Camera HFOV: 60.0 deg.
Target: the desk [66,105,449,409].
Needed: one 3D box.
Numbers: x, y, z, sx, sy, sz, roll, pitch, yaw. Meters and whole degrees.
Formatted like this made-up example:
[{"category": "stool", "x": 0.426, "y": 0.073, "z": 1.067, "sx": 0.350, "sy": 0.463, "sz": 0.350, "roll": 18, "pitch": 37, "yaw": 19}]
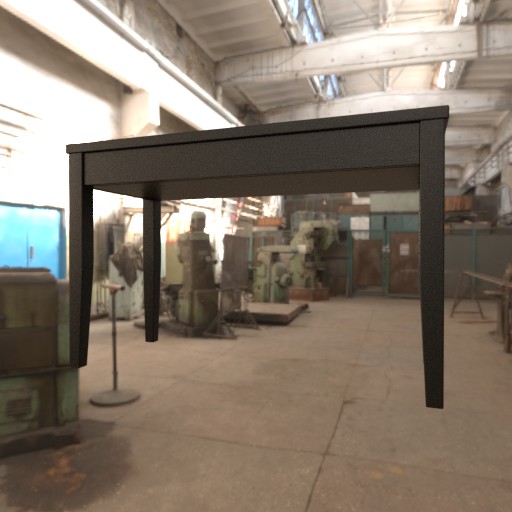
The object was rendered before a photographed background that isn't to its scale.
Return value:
[{"category": "desk", "x": 0.000, "y": 0.000, "z": 1.567, "sx": 1.220, "sy": 0.775, "sz": 0.508, "roll": 0, "pitch": 1, "yaw": 20}]
